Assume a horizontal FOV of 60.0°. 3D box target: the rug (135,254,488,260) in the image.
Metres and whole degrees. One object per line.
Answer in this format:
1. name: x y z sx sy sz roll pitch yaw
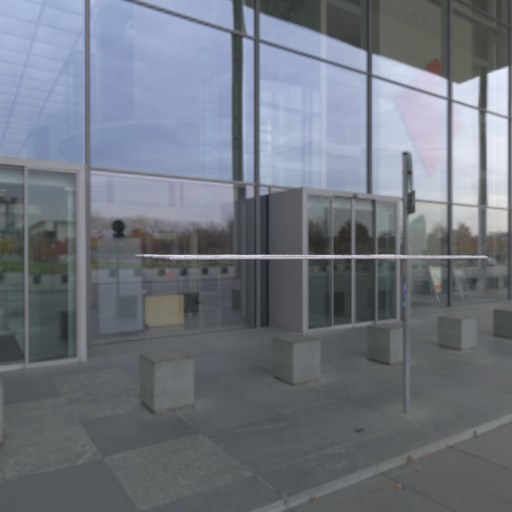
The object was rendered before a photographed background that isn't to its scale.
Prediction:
1. rug: 0.000 0.000 1.053 0.515 0.007 0.867 0 0 -18
